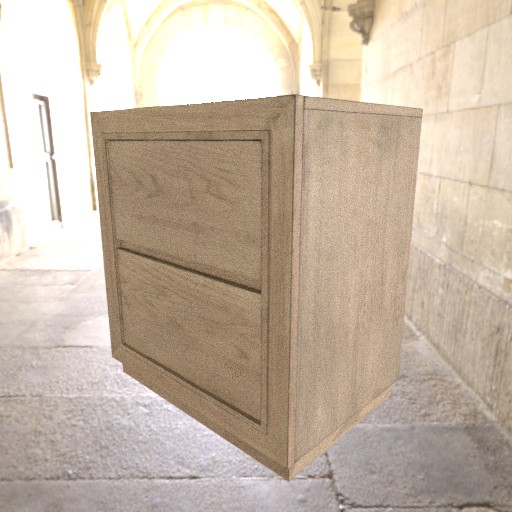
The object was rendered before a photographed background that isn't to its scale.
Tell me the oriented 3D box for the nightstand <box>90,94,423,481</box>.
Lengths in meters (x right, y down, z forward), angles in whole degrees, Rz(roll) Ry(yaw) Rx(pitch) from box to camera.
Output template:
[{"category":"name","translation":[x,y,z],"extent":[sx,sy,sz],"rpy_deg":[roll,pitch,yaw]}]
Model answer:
[{"category":"nightstand","translation":[0.000,0.000,1.080],"extent":[0.612,0.673,0.483],"rpy_deg":[14,20,42]}]
